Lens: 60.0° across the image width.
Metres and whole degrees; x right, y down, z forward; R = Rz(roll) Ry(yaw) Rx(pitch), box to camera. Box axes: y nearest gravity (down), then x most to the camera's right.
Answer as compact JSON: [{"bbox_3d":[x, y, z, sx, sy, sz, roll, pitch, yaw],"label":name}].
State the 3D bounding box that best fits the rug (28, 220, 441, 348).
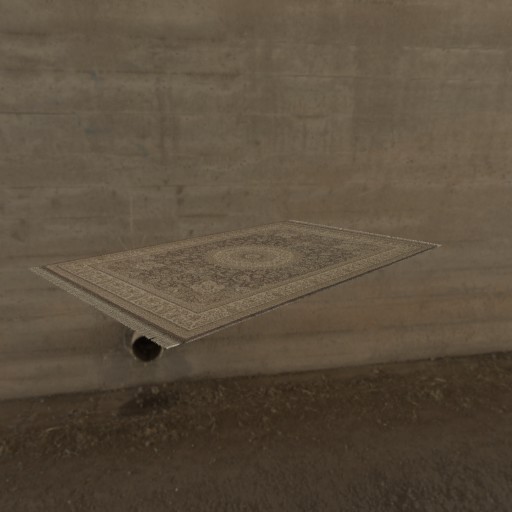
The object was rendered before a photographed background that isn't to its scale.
[{"bbox_3d":[0.000,0.000,3.021,2.440,0.010,1.528,-14,20,-43],"label":"rug"}]
